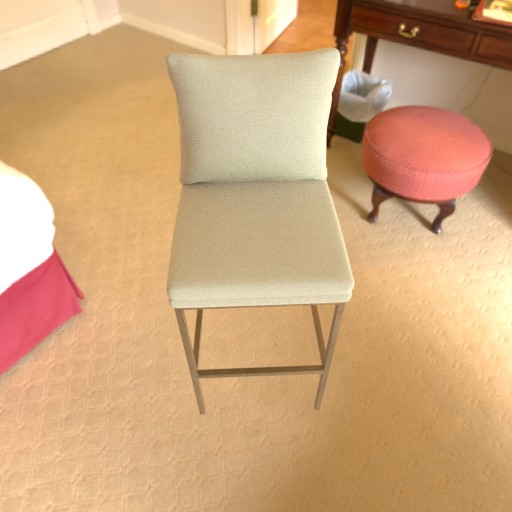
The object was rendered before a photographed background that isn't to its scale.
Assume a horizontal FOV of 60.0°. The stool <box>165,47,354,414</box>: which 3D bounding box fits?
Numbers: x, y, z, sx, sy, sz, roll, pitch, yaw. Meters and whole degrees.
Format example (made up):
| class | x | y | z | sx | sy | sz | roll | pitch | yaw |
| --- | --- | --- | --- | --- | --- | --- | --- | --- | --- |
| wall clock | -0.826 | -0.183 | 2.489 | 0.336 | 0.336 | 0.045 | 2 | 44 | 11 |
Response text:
| class | x | y | z | sx | sy | sz | roll | pitch | yaw |
| --- | --- | --- | --- | --- | --- | --- | --- | --- | --- |
| stool | 0.000 | 0.000 | 1.403 | 0.463 | 1.125 | 0.572 | -2 | 48 | -2 |
